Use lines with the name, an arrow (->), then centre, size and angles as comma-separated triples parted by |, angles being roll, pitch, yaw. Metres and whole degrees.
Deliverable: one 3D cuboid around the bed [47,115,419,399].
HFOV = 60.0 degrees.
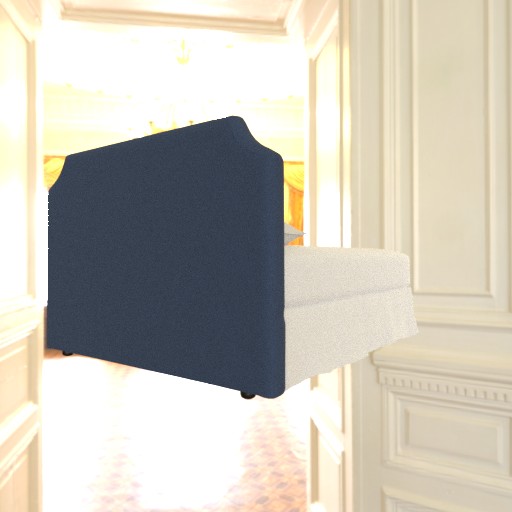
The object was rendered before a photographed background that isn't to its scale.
bed -> 0.000, 0.000, 3.309 | 1.831, 1.297, 2.260 | 0, 0, 36
